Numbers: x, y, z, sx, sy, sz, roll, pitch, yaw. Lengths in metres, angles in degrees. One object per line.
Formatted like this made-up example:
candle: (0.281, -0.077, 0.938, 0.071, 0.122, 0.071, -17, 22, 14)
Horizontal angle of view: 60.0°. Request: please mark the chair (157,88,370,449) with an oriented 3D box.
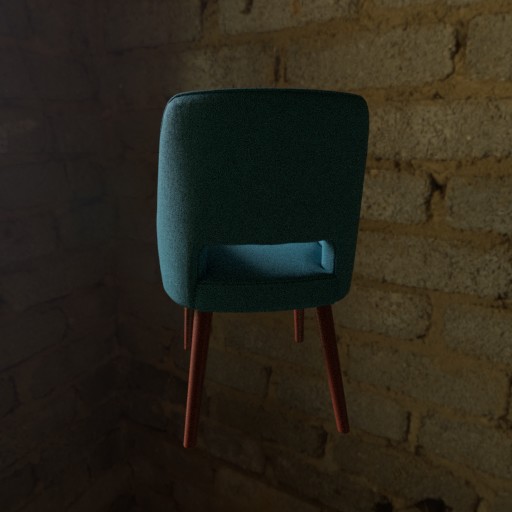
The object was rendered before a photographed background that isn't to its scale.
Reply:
chair: (0.000, 0.000, 1.263, 0.548, 0.849, 0.605, -2, 16, -8)
